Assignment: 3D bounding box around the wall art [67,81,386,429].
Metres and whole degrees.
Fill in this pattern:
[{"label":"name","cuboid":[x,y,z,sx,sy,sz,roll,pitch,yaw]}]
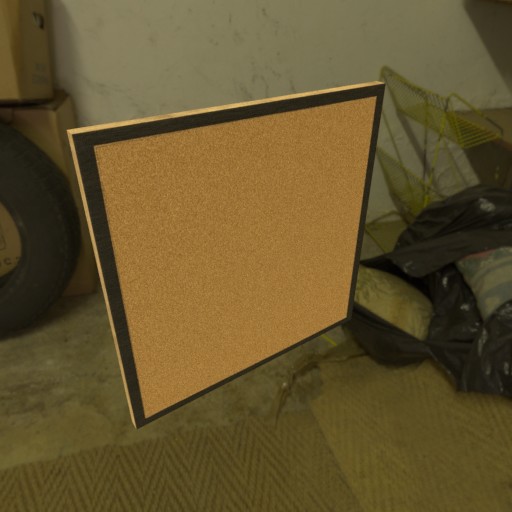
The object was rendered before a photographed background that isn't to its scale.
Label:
[{"label":"wall art","cuboid":[0.000,0.000,1.027,0.695,0.691,0.029,-20,37,-29]}]
